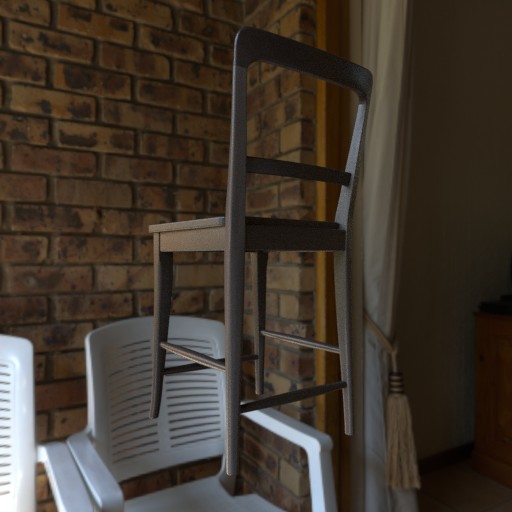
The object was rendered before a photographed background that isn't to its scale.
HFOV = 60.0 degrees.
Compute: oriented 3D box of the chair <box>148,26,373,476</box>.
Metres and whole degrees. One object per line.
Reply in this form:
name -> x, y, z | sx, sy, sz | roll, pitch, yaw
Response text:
chair -> 0.000, 0.000, 1.266 | 0.450, 0.991, 0.546 | 0, 0, -36
